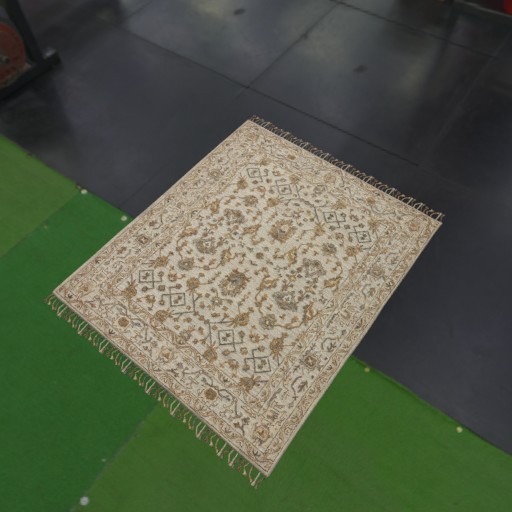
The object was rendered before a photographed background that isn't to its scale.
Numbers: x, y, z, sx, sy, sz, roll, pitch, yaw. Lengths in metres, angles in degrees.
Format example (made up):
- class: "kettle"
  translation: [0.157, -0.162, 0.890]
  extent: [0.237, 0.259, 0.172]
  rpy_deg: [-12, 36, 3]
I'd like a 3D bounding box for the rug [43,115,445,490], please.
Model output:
- class: "rug"
  translation: [0.000, 0.000, 4.145]
  extent: [2.426, 0.034, 3.061]
  rpy_deg: [33, 64, 19]
